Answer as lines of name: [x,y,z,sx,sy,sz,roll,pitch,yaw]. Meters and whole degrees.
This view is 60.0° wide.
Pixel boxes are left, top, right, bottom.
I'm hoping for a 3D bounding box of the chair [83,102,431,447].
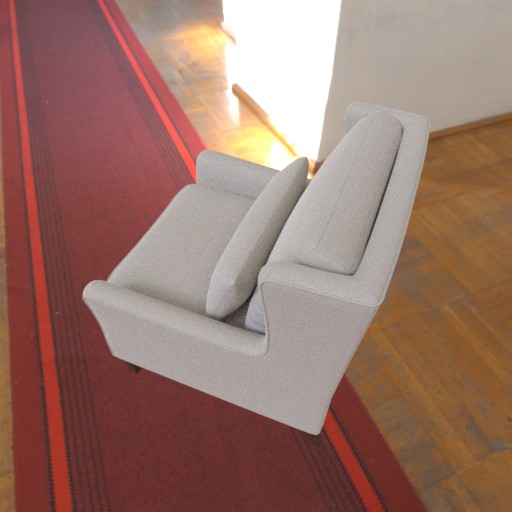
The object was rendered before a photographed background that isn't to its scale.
chair: [0.000,0.000,1.824,1.040,1.056,0.982,17,49,15]
